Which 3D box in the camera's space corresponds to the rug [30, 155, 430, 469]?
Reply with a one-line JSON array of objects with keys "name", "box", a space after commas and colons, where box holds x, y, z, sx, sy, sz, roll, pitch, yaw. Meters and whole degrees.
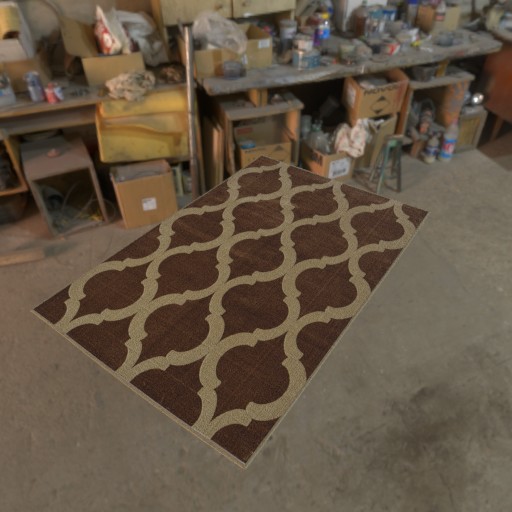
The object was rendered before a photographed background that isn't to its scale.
[{"name": "rug", "box": [0.000, 0.000, 2.867, 1.526, 0.014, 2.290, 25, 46, 26]}]
